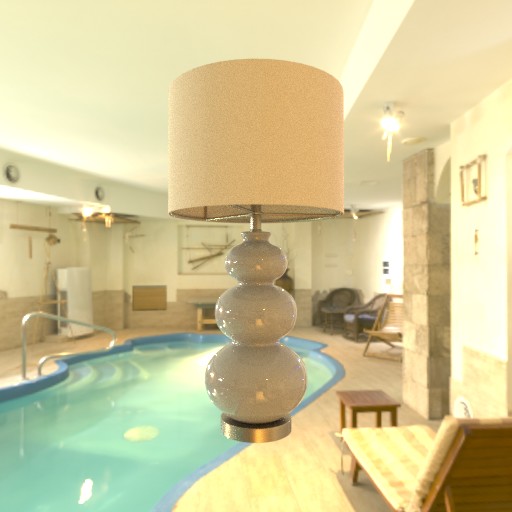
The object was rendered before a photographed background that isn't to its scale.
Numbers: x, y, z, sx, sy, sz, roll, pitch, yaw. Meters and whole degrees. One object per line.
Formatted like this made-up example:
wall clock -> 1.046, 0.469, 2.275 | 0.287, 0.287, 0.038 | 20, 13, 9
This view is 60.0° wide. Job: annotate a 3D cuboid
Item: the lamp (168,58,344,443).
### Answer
lamp -> 0.000, 0.000, 0.942 | 0.367, 0.730, 0.367 | 0, -1, -1
